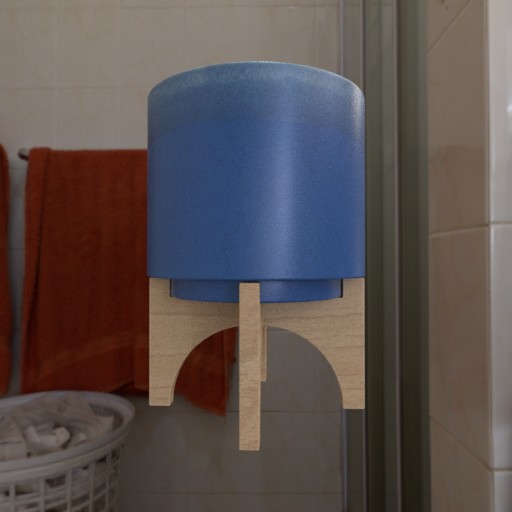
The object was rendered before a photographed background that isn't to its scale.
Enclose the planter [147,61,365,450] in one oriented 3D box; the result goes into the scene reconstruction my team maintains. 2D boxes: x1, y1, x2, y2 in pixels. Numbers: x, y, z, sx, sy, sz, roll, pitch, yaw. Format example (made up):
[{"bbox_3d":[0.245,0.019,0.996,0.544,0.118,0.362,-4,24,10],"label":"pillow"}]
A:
[{"bbox_3d":[0.000,0.000,0.547,0.261,0.367,0.261,0,0,0],"label":"planter"}]
